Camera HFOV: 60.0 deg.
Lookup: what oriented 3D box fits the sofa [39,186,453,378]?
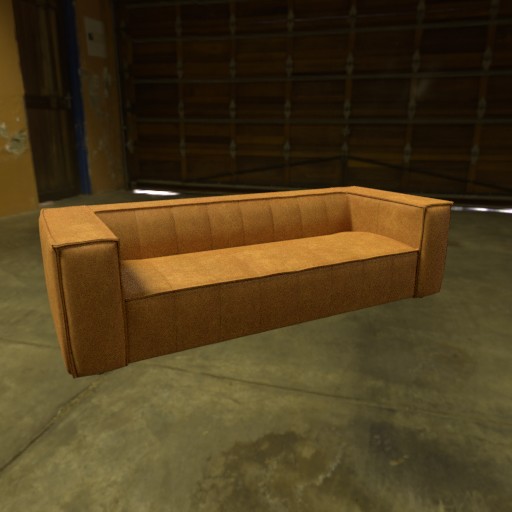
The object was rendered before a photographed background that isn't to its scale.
[{"bbox_3d":[0.000,0.000,2.999,2.581,0.701,1.102,-8,18,-27],"label":"sofa"}]
